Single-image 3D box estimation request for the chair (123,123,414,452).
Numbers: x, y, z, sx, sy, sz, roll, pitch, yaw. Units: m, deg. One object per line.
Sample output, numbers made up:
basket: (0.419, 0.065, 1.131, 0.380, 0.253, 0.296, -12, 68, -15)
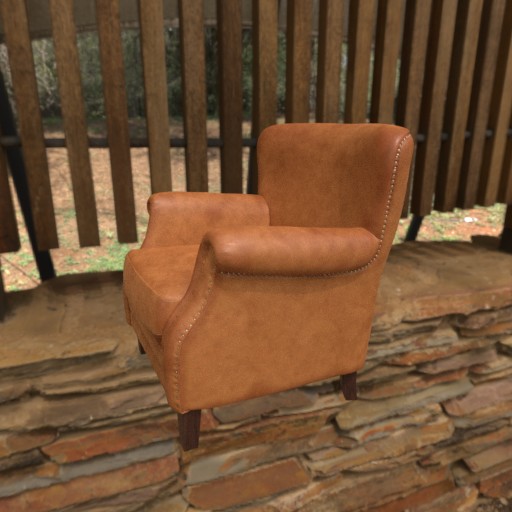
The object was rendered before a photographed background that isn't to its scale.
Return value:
chair: (0.000, 0.000, 1.635, 0.921, 0.936, 0.861, -8, 19, -25)
